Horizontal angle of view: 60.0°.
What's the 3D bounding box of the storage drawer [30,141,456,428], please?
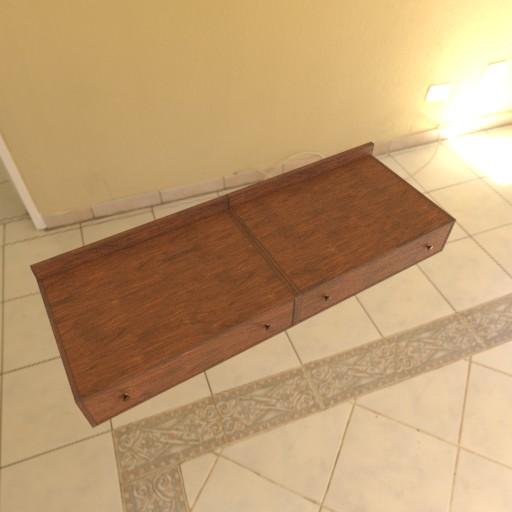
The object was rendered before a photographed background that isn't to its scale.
[{"bbox_3d":[0.000,0.000,2.188,1.914,0.339,0.774,-23,51,-20],"label":"storage drawer"}]
